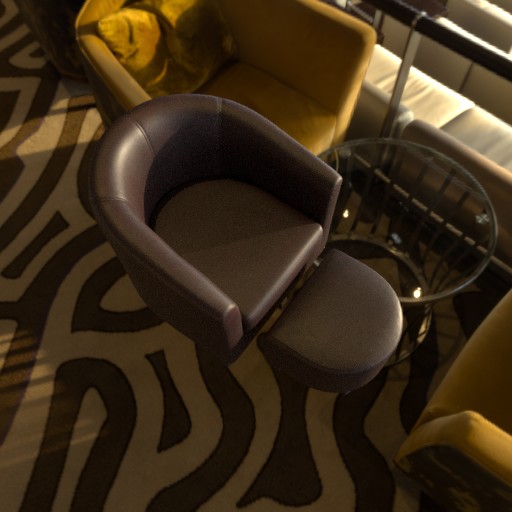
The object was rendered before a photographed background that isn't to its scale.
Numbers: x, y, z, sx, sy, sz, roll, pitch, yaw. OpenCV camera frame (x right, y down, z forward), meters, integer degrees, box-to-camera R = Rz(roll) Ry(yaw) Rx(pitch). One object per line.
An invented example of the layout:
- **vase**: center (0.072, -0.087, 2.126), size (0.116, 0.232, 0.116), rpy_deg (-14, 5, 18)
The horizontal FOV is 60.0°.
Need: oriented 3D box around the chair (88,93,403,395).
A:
- **chair**: center (0.000, 0.000, 1.659), size (1.176, 0.755, 0.737), rpy_deg (31, 62, 19)
